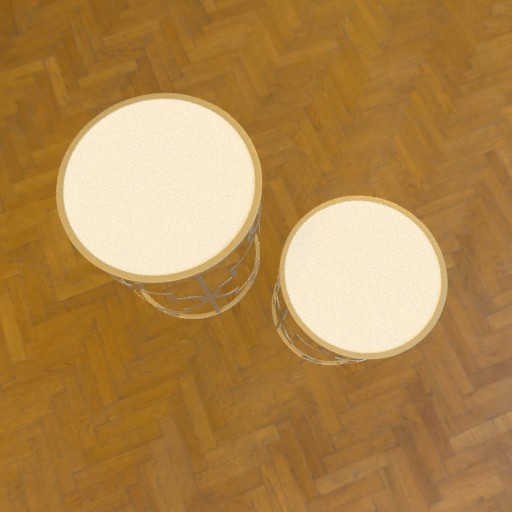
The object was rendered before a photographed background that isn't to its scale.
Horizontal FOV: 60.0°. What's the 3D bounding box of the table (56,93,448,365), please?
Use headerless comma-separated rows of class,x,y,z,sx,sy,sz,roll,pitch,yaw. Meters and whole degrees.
table,0.000,0.000,1.158,0.846,0.564,0.420,21,76,6
